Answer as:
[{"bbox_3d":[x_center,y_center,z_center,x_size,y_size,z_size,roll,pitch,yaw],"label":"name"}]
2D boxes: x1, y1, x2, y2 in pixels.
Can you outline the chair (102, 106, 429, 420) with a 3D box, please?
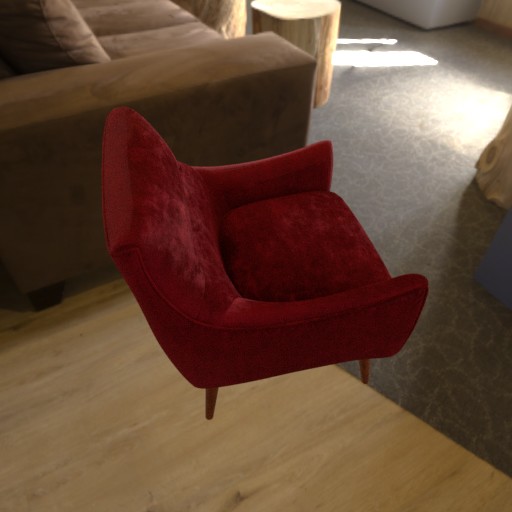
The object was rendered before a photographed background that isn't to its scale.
[{"bbox_3d":[0.000,0.000,1.433,0.787,0.838,0.762,-10,46,-10],"label":"chair"}]
